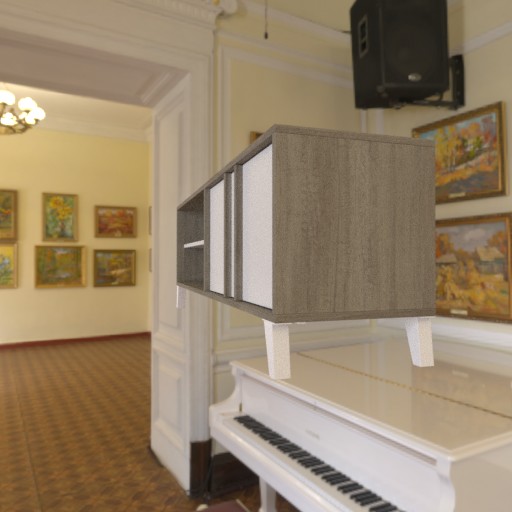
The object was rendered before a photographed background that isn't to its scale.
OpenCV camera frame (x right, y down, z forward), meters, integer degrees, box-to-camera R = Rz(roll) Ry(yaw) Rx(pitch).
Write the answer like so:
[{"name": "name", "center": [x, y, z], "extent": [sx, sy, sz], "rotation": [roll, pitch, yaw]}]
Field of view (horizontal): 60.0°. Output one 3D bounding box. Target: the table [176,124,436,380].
[{"name": "table", "center": [0.000, 0.000, 1.688], "extent": [0.400, 0.530, 1.500], "rotation": [0, -1, -18]}]
